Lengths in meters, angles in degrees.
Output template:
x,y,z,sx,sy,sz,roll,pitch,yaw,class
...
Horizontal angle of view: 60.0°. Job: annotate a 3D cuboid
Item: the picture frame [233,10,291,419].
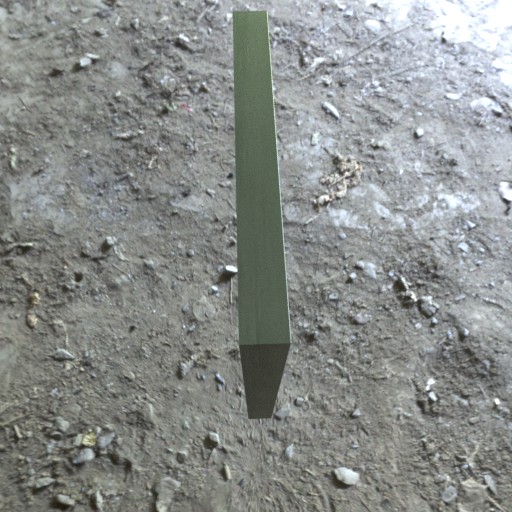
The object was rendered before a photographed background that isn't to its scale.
x,y,z,sx,sy,sz,roll,pitch,yaw,class
0.000,0.000,0.736,0.046,0.555,0.449,-2,64,-1,picture frame
